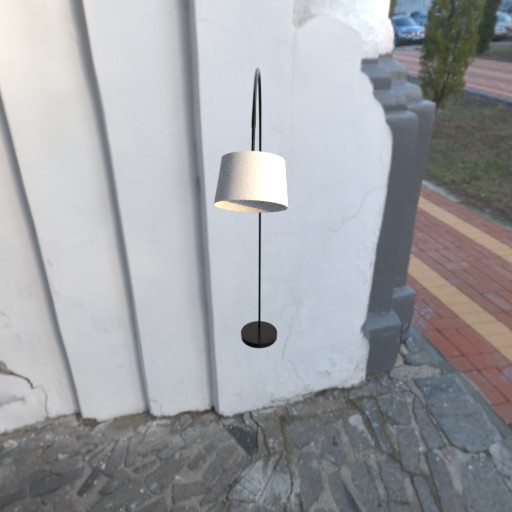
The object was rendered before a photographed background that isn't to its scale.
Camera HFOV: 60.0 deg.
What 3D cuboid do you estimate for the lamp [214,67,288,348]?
[{"bbox_3d":[0.000,0.000,2.711,0.331,2.104,1.363,1,29,2],"label":"lamp"}]
